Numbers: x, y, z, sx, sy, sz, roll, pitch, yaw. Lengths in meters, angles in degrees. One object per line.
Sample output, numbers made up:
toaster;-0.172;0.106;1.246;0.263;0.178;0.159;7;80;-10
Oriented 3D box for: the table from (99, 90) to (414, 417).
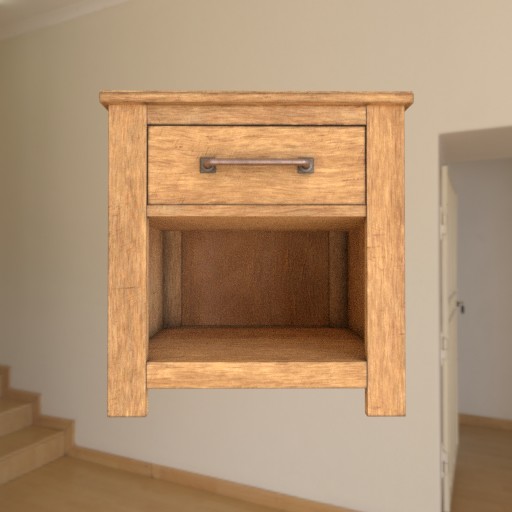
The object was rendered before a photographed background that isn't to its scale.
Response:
table;0.000;0.000;1.066;0.601;0.625;0.494;0;-1;0
